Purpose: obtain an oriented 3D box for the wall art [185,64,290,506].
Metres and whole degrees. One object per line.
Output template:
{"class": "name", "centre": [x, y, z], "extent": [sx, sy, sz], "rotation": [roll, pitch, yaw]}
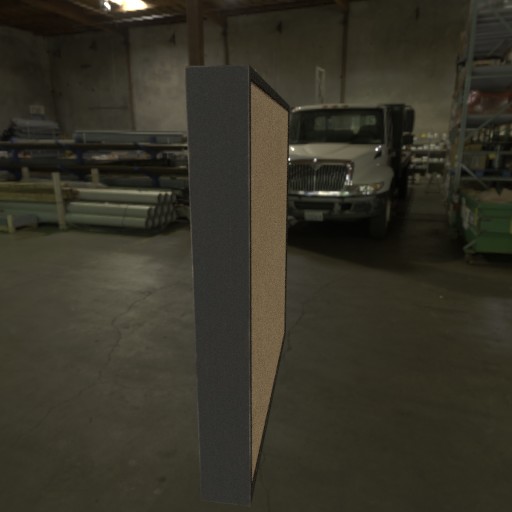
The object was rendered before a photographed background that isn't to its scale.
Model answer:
{"class": "wall art", "centre": [0.000, 0.000, 0.439], "extent": [0.038, 0.305, 0.305], "rotation": [2, 15, 8]}
